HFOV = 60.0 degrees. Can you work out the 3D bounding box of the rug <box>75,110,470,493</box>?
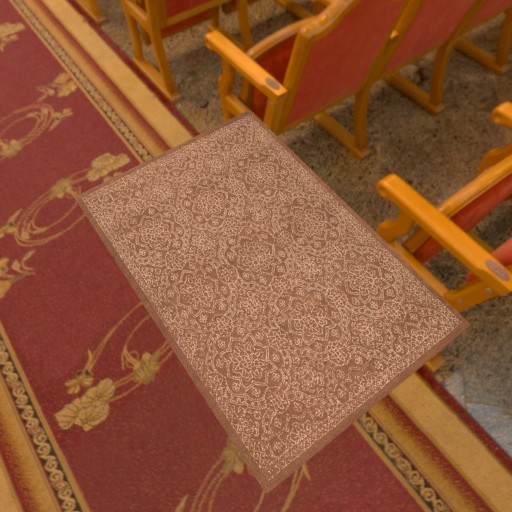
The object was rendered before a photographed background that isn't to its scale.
[{"bbox_3d":[0.000,0.000,2.892,1.524,0.011,2.286,-32,65,-17],"label":"rug"}]
